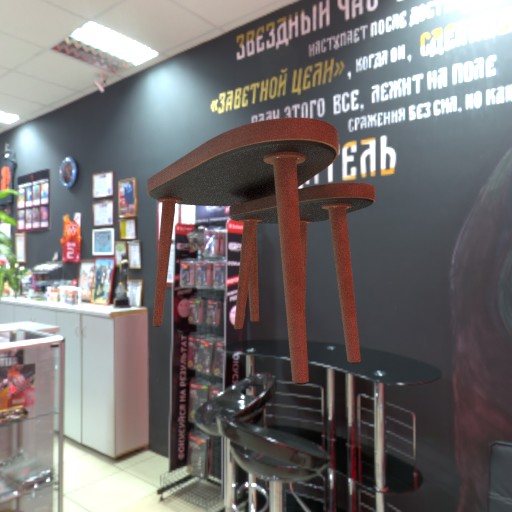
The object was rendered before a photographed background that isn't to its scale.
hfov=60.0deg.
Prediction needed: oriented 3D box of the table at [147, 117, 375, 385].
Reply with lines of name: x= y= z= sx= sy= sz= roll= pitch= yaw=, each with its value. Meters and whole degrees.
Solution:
table: x=0.000 y=0.000 z=1.561 sx=0.701 sy=0.595 sz=1.190 roll=0 pitch=-1 yaw=-18
